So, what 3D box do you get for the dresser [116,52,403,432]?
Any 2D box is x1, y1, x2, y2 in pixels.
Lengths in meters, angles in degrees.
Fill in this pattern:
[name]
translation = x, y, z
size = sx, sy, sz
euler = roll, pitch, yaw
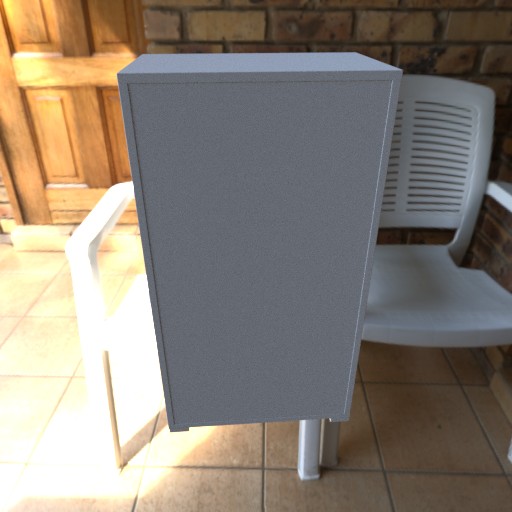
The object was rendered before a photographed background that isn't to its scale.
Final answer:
[dresser]
translation = 0.000, 0.000, 1.470
size = 0.650, 1.190, 0.400
euler = -2, 30, -4
